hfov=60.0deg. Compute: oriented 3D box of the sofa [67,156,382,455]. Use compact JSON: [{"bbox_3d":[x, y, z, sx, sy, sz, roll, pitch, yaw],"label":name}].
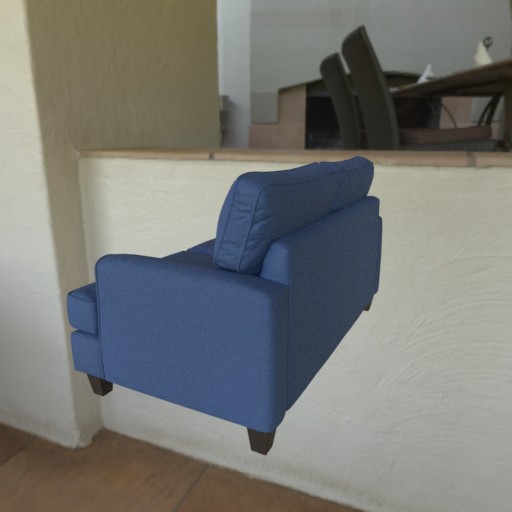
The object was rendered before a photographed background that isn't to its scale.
[{"bbox_3d":[0.000,0.000,2.268,0.965,0.965,1.651,8,17,26],"label":"sofa"}]
